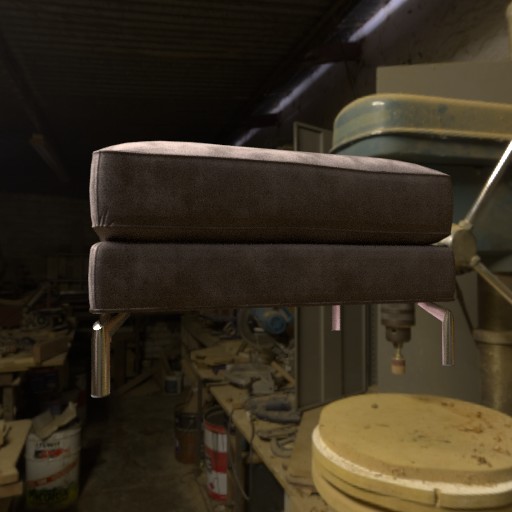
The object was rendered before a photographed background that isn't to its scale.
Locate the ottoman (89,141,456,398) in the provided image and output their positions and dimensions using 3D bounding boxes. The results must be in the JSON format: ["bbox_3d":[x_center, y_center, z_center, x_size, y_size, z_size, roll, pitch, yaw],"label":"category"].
[{"bbox_3d":[0.000,0.000,1.049,0.719,0.456,0.520,0,-1,-18],"label":"ottoman"}]
